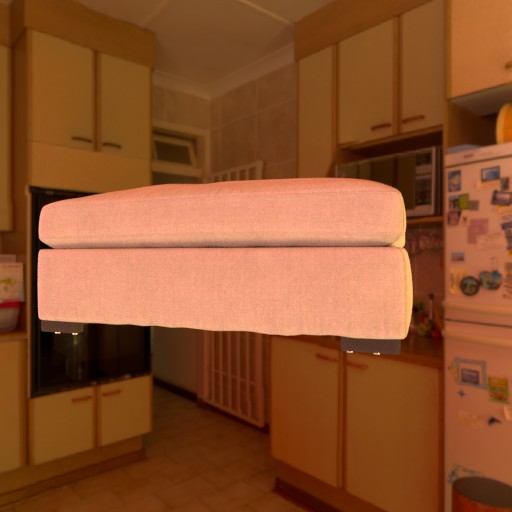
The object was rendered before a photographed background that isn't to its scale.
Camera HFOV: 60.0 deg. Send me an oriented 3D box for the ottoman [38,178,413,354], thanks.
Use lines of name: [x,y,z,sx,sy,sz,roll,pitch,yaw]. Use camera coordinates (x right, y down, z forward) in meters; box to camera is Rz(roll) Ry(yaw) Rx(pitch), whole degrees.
ottoman: [0.000,0.000,1.824,1.203,0.517,1.171,0,0,18]
